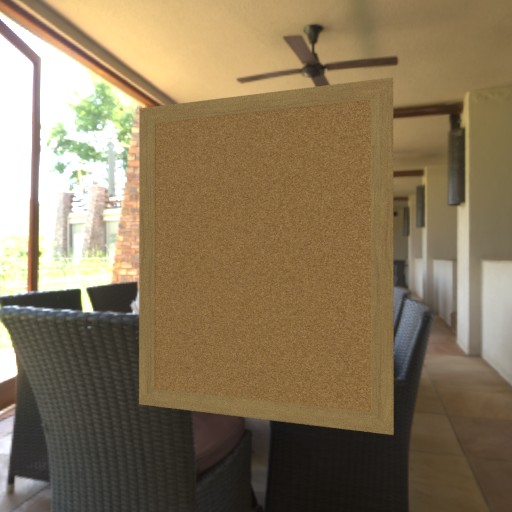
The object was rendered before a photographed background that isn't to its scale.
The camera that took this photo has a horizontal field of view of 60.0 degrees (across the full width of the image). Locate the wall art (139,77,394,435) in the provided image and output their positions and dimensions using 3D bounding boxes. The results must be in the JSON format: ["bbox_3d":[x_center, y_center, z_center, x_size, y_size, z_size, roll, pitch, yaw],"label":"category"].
[{"bbox_3d":[0.000,0.000,0.777,0.460,0.561,0.020,0,0,18],"label":"wall art"}]
